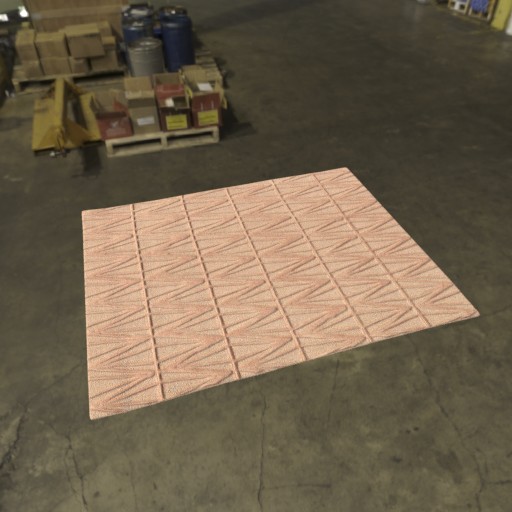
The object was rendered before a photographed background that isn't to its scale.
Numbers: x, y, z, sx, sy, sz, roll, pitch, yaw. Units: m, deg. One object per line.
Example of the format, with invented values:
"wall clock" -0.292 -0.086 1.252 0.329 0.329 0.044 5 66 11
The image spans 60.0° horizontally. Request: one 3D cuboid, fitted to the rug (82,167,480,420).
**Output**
"rug" 0.000 0.000 4.107 3.052 0.043 2.453 -12 43 -13
